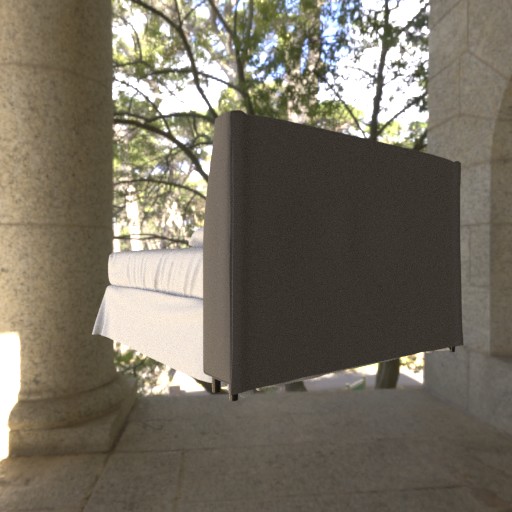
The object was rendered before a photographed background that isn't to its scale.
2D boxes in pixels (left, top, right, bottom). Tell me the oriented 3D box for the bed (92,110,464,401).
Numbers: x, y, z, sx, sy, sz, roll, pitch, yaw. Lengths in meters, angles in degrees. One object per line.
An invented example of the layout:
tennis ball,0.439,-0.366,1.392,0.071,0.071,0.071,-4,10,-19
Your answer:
bed,0.000,0.000,3.424,1.925,1.332,2.276,0,0,-36
